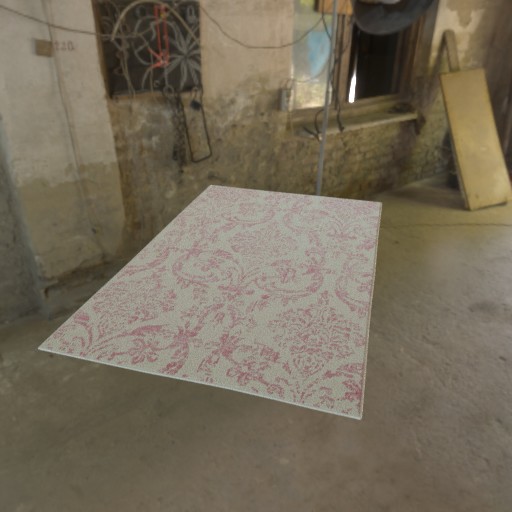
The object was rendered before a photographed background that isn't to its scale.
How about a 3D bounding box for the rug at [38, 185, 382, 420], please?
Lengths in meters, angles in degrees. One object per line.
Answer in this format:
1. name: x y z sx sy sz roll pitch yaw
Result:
1. rug: 0.000 0.000 2.319 1.219 0.012 1.839 8 30 14
